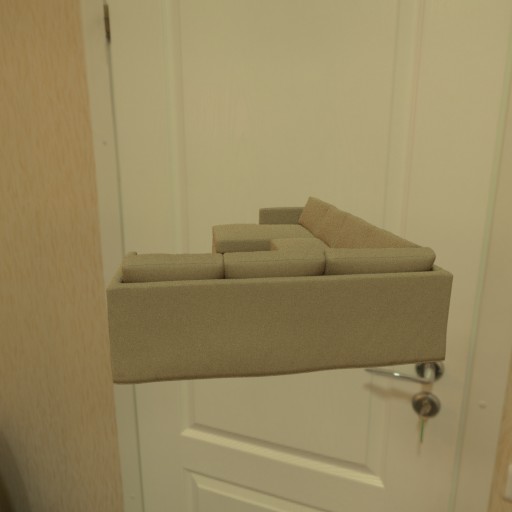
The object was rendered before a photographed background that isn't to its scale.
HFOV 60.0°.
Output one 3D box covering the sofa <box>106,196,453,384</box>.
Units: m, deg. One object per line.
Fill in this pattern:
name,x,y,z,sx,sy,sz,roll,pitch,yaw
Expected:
sofa,0.000,0.000,4.727,2.476,0.878,3.528,-2,14,-8
